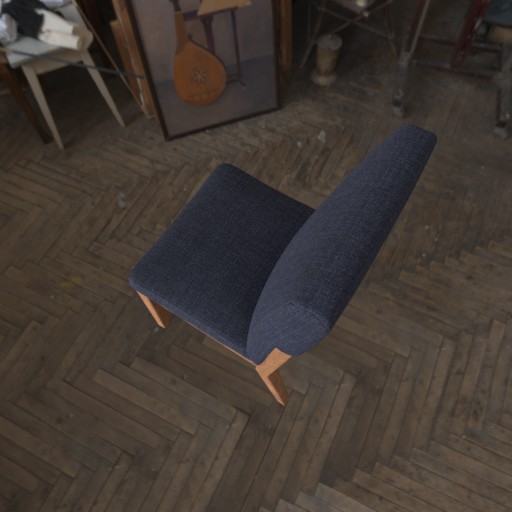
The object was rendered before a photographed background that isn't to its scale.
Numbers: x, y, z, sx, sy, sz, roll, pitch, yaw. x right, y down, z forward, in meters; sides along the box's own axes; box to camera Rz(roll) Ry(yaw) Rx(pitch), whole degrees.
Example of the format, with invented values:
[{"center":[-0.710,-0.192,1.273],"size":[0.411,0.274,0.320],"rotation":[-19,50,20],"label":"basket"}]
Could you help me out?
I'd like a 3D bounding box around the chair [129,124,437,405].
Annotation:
[{"center":[0.000,0.000,1.258],"size":[0.586,0.911,0.507],"rotation":[29,67,14],"label":"chair"}]
